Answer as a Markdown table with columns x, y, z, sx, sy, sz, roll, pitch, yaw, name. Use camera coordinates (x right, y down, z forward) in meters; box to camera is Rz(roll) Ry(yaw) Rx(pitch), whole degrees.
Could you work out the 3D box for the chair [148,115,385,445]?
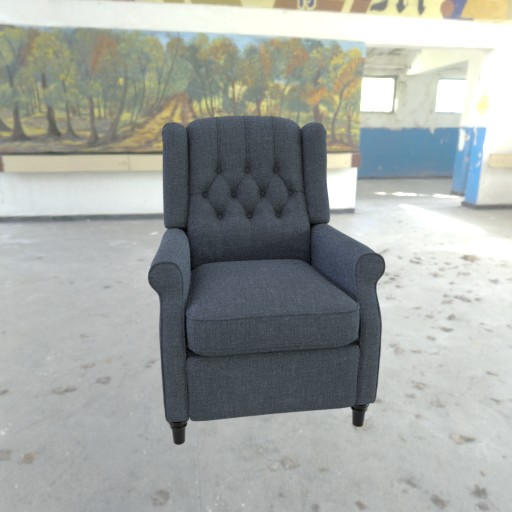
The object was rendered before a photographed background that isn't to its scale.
| x | y | z | sx | sy | sz | roll | pitch | yaw | name |
| --- | --- | --- | --- | --- | --- | --- | --- | --- | --- |
| 0.000 | 0.000 | 1.680 | 0.742 | 1.035 | 0.898 | -2 | 16 | -8 | chair |
